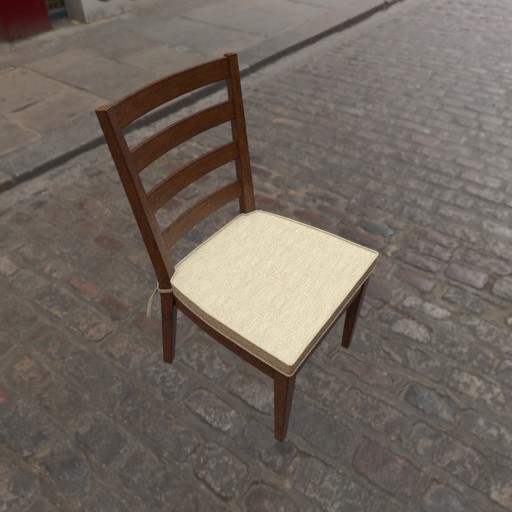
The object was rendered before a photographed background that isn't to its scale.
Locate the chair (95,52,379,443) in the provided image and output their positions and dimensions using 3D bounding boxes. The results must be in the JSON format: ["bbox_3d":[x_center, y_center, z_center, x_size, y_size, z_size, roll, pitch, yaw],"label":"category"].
[{"bbox_3d":[0.000,0.000,1.367,0.595,0.979,0.593,26,48,26],"label":"chair"}]
